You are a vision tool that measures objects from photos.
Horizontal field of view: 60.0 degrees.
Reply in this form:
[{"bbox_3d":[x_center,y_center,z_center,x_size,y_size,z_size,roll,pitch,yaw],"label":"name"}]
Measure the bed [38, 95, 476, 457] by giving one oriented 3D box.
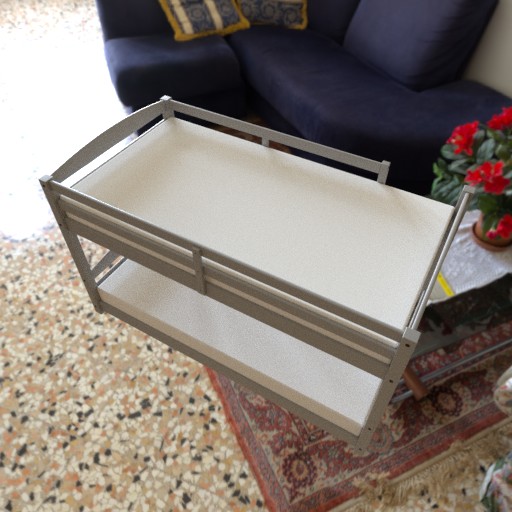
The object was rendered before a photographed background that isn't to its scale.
[{"bbox_3d":[0.000,0.000,2.716,2.013,1.206,1.105,23,50,20],"label":"bed"}]
